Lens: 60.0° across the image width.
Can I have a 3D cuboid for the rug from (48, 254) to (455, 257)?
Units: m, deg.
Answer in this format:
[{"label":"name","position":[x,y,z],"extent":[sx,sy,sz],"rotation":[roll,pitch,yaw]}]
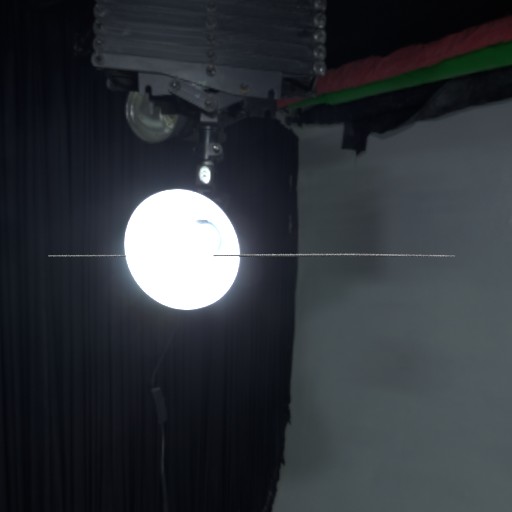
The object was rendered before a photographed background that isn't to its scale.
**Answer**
[{"label":"rug","position":[0.000,0.000,4.227],"extent":[3.035,0.008,2.425],"rotation":[0,0,36]}]
